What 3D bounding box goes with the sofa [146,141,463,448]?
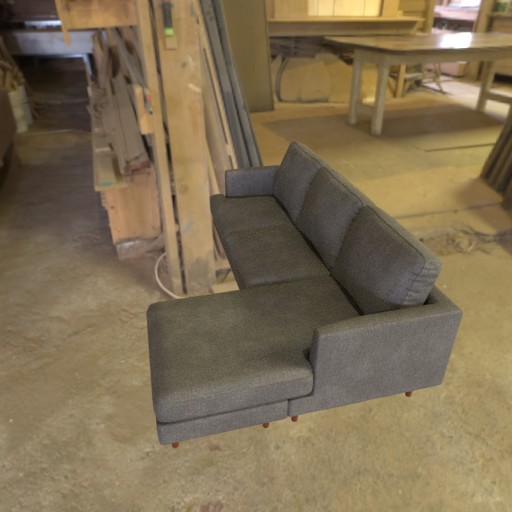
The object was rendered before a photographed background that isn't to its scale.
[{"bbox_3d":[0.000,0.000,3.002,1.504,0.956,2.233,-8,32,-12],"label":"sofa"}]
